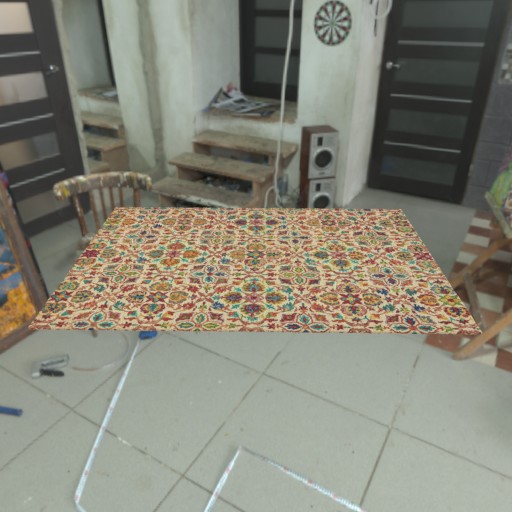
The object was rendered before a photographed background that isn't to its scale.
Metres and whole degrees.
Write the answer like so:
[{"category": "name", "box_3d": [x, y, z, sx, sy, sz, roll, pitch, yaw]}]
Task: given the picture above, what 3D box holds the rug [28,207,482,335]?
[{"category": "rug", "box_3d": [0.000, 0.000, 2.320, 1.838, 0.013, 1.226, 1, 30, 1]}]
